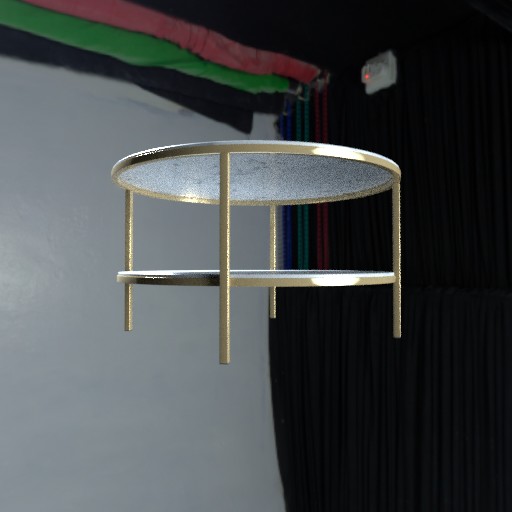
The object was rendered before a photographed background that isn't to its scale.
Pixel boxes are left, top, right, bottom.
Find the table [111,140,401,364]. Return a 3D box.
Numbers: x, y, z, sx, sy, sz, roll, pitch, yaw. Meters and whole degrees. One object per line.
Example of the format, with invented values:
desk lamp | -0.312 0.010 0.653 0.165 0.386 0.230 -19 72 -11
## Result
table | 0.000 0.000 1.285 0.800 0.450 0.800 0 -1 0
